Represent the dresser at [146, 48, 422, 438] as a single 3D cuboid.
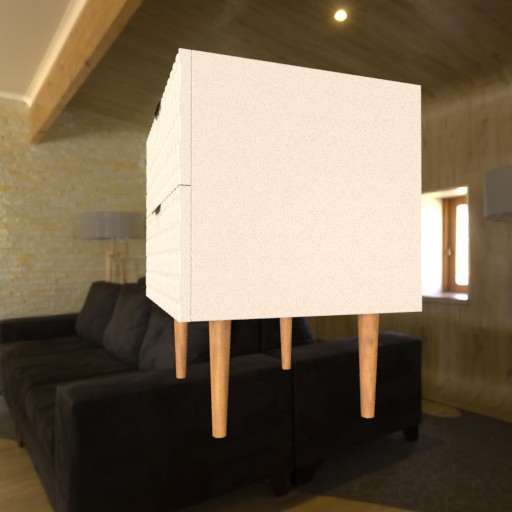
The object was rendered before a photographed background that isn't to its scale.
[{"bbox_3d":[0.000,0.000,0.911,0.414,0.568,0.503,0,-1,-19],"label":"dresser"}]
